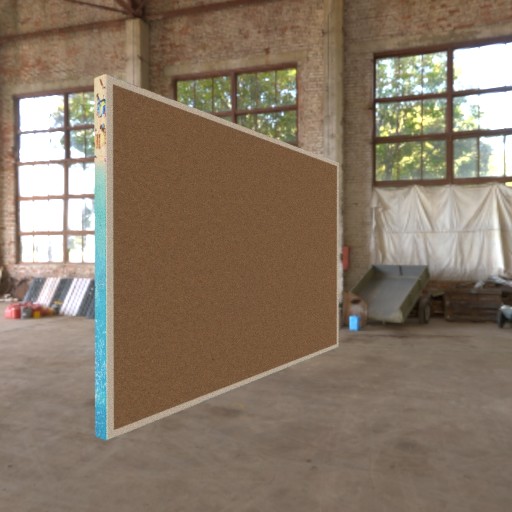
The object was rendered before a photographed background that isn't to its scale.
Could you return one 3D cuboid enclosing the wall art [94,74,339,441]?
[{"bbox_3d":[0.000,0.000,1.400,0.040,0.769,1.136,0,1,36],"label":"wall art"}]
